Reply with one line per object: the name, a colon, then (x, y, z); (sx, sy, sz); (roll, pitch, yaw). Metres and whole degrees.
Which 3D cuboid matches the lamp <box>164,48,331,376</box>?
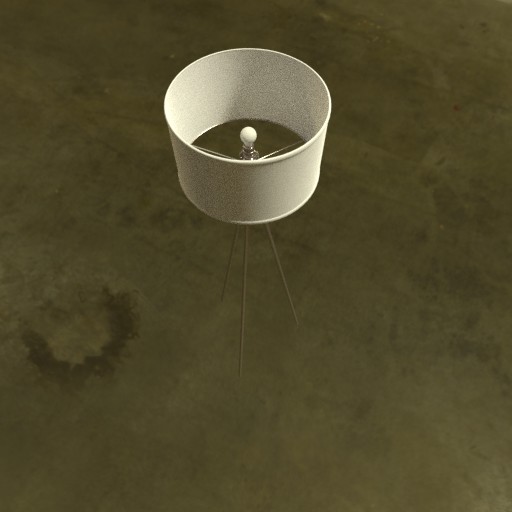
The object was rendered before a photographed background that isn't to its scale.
lamp: (0.000, 0.000, 1.754); (0.458, 1.545, 0.448); (-16, 60, -9)
